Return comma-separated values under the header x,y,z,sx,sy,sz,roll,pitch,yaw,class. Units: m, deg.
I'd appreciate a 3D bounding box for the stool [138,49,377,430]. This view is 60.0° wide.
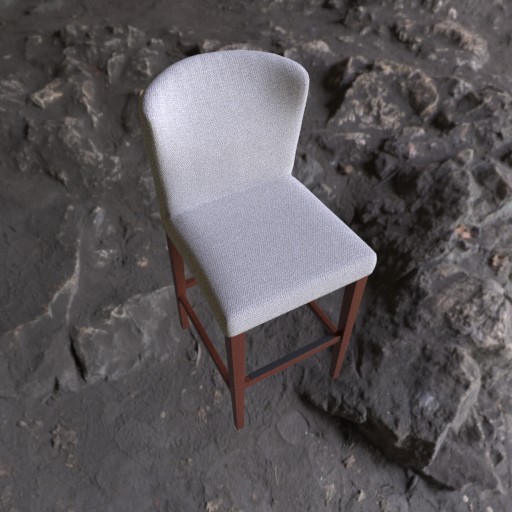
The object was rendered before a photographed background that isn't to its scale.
x,y,z,sx,sy,sz,roll,pitch,yaw,class
0.000,0.000,1.397,0.481,1.069,0.568,-21,49,-20,stool
